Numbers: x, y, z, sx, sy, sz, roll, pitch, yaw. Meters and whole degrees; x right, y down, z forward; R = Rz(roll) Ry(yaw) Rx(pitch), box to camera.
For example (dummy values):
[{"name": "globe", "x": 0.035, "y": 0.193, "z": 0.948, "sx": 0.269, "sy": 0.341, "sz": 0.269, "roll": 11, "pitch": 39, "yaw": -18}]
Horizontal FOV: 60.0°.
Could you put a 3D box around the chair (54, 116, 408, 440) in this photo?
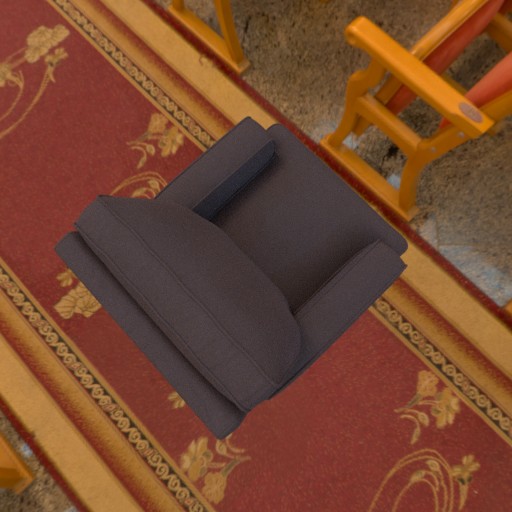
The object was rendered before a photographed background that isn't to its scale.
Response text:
[{"name": "chair", "x": 0.000, "y": 0.000, "z": 1.667, "sx": 0.964, "sy": 0.962, "sz": 0.861, "roll": -43, "pitch": 80, "yaw": -10}]
